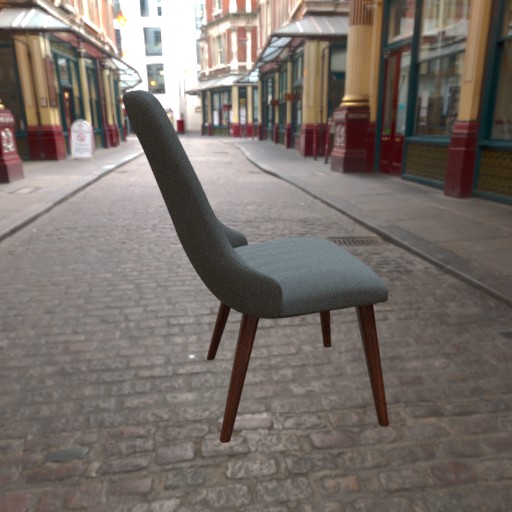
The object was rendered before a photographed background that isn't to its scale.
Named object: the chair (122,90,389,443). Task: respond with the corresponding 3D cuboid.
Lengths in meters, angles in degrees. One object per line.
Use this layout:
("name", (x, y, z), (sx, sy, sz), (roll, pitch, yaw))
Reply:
("chair", (0.000, 0.000, 1.345), (0.707, 0.918, 0.535), (-3, 16, -9))
